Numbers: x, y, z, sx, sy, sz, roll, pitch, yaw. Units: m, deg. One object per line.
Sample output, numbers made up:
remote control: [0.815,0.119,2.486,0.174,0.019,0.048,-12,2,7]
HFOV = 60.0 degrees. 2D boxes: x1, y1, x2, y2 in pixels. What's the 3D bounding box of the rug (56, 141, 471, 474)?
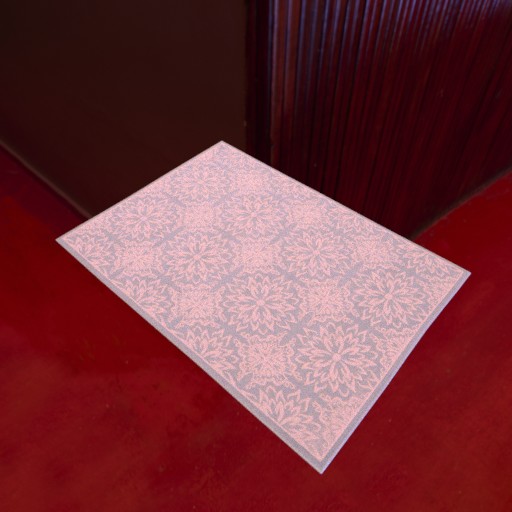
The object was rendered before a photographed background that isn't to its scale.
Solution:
rug: [0.000,0.000,2.881,2.205,0.014,1.589,34,56,27]
